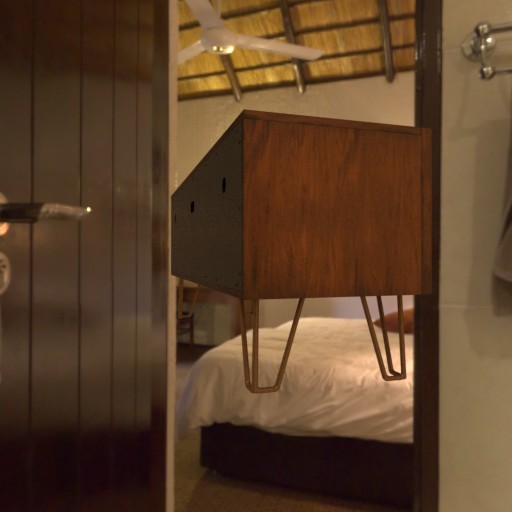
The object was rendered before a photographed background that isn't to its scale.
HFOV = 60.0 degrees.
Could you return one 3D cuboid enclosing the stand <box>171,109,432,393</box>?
[{"bbox_3d":[0.000,0.000,1.652,0.481,0.610,1.372,0,0,-17],"label":"stand"}]
